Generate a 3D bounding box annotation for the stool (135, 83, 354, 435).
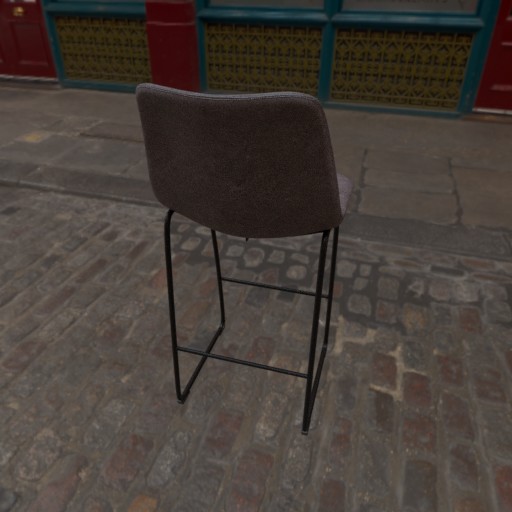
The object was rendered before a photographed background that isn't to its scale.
[{"bbox_3d":[0.000,0.000,1.364,0.514,1.082,0.561,9,33,14],"label":"stool"}]
